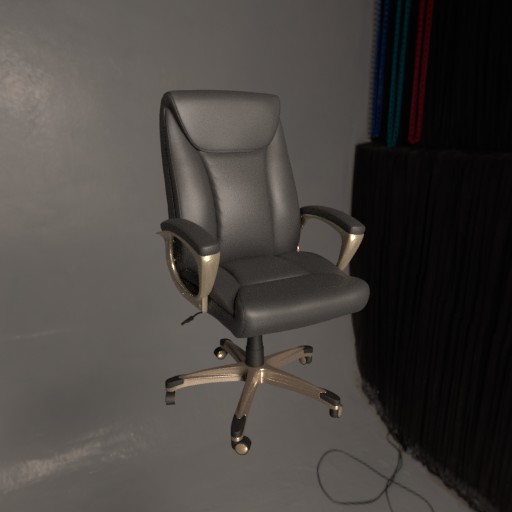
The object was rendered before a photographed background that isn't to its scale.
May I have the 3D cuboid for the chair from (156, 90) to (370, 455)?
[{"bbox_3d":[0.000,0.000,1.639,0.694,1.188,0.748,-8,18,-26],"label":"chair"}]
